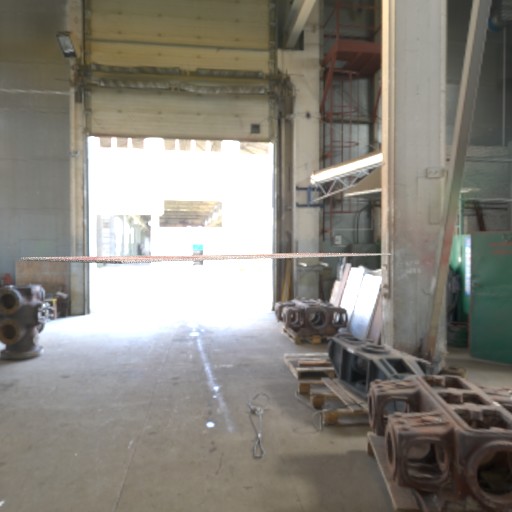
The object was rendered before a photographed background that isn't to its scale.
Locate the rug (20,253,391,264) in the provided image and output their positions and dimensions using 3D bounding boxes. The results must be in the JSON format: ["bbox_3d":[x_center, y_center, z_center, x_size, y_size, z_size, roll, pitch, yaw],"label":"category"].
[{"bbox_3d":[0.000,0.000,2.009,0.562,0.009,1.824,1,1,38],"label":"rug"}]
